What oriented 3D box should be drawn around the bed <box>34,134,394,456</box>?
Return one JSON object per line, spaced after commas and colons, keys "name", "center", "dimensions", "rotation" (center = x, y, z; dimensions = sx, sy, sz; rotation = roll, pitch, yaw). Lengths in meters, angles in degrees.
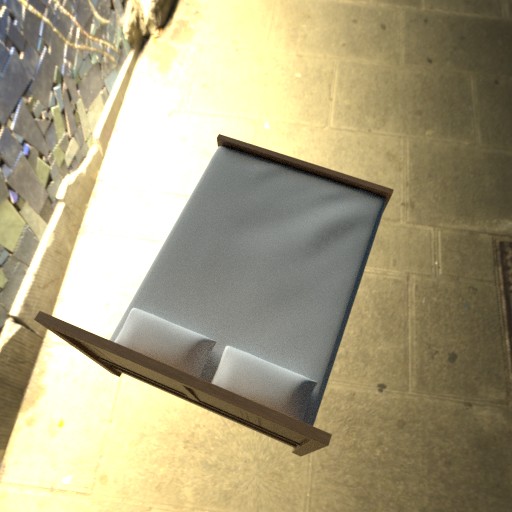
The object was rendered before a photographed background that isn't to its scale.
{"name": "bed", "center": [0.000, 0.000, 3.240], "dimensions": [1.606, 1.387, 2.184], "rotation": [20, 65, 10]}
